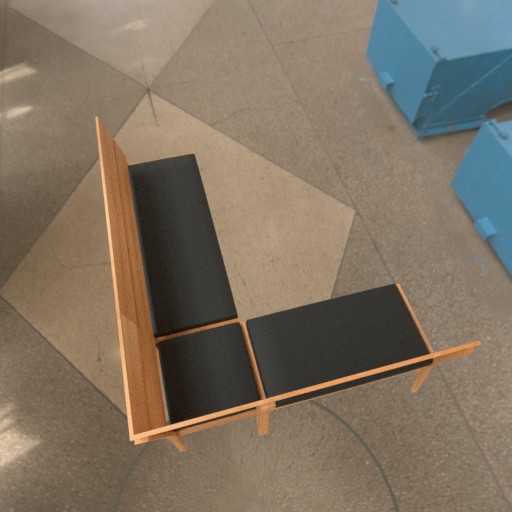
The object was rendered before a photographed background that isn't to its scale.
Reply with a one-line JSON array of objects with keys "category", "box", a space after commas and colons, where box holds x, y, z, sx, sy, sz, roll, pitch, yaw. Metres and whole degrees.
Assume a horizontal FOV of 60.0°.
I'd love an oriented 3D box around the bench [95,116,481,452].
[{"category": "bench", "box": [0.000, 0.000, 2.728, 1.548, 0.890, 1.948, -13, 59, -8]}]
